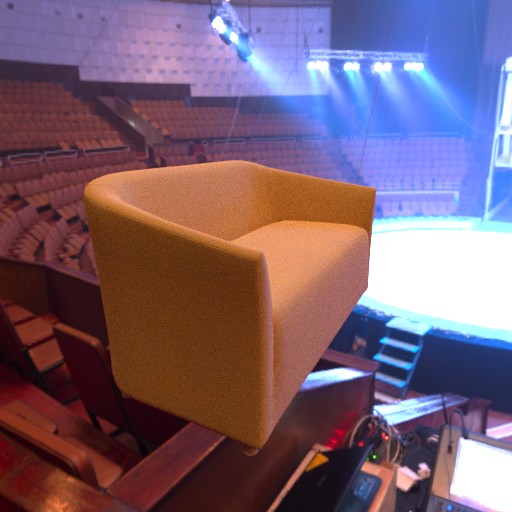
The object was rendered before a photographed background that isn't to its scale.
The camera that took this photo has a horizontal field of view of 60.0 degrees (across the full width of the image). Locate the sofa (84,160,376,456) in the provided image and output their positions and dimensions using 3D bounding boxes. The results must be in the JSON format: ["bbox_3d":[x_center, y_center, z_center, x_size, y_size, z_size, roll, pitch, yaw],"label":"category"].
[{"bbox_3d":[0.000,0.000,1.830,0.705,0.721,1.452,7,17,24],"label":"sofa"}]
